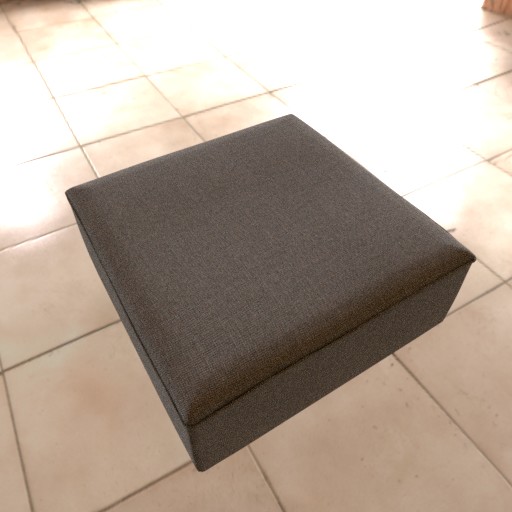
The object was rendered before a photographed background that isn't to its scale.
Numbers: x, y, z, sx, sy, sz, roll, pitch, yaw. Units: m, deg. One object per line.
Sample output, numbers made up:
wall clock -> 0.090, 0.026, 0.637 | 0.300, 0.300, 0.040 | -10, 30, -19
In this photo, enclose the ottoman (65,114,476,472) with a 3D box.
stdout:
ottoman -> 0.000, 0.000, 1.592 | 1.017, 0.423, 1.023 | -24, 52, -20
